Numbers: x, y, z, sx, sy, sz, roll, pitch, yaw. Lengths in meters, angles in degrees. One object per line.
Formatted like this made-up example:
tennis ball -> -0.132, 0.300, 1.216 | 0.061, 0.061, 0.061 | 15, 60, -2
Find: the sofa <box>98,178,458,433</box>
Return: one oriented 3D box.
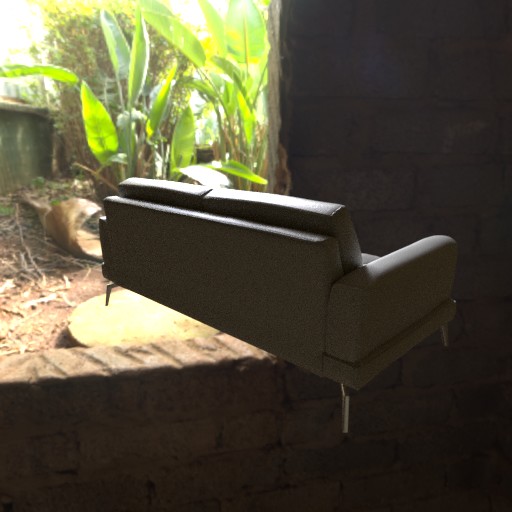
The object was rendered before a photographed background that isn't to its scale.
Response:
sofa -> 0.000, 0.000, 2.817 | 2.177, 0.930, 1.121 | 15, 21, 42
